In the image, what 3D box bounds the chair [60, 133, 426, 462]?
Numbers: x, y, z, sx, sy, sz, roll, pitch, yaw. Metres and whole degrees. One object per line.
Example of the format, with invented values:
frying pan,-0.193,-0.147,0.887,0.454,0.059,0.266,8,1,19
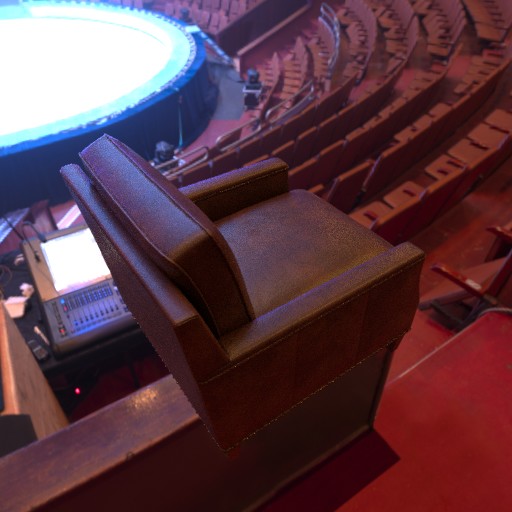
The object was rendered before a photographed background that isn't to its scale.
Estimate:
chair,0.000,0.000,1.646,1.014,0.929,0.853,-24,46,-26
